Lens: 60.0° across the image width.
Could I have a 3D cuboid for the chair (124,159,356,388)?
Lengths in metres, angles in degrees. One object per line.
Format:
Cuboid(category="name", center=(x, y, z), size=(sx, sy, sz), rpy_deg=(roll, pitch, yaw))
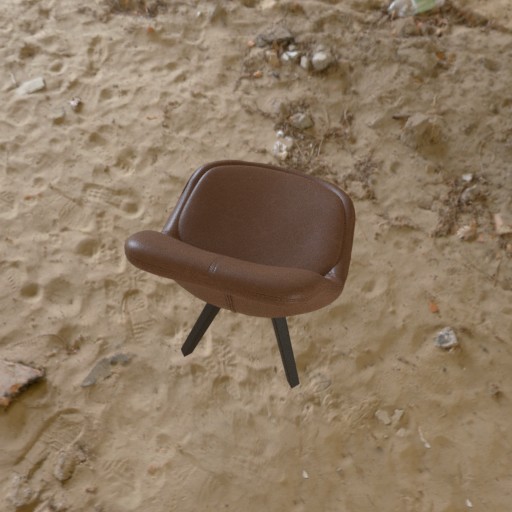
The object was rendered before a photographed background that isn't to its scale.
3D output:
Cuboid(category="chair", center=(0.000, 0.000, 1.176), size=(0.475, 0.850, 0.550), rpy_deg=(14, 64, 7))
